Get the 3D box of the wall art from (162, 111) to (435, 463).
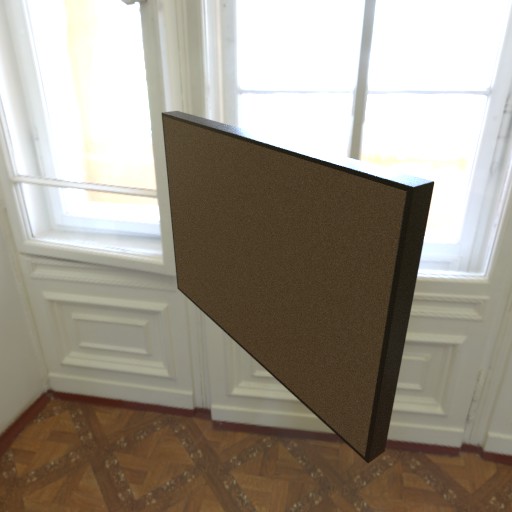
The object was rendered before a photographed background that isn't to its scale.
[{"bbox_3d":[0.000,0.000,1.203,0.058,0.640,0.939,-18,31,-31],"label":"wall art"}]
